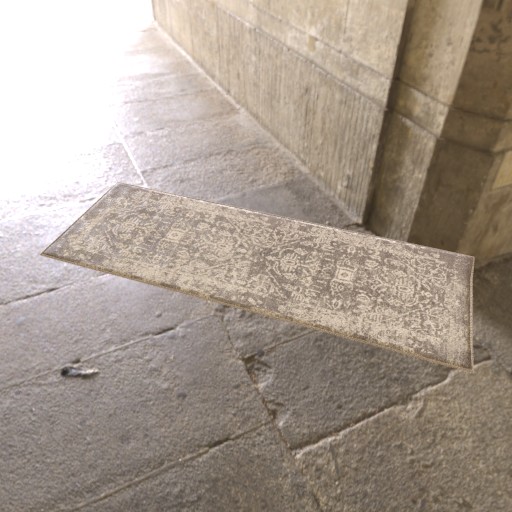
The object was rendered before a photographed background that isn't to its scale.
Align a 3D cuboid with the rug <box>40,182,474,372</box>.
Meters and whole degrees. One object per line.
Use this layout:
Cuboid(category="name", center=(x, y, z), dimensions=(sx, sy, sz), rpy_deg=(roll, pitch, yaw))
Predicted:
Cuboid(category="rug", center=(0.000, 0.000, 2.639), dimensions=(2.452, 0.017, 0.855), rpy_deg=(13, 43, 14))
